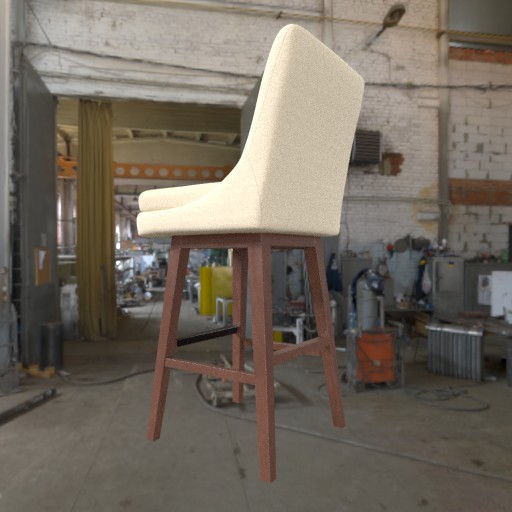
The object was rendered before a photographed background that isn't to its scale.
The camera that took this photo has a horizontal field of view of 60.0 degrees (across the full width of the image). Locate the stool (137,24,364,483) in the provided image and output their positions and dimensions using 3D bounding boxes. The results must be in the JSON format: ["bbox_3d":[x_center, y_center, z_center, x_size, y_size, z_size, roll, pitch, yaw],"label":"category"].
[{"bbox_3d":[0.000,0.000,1.349,0.559,1.093,0.483,0,0,35],"label":"stool"}]
